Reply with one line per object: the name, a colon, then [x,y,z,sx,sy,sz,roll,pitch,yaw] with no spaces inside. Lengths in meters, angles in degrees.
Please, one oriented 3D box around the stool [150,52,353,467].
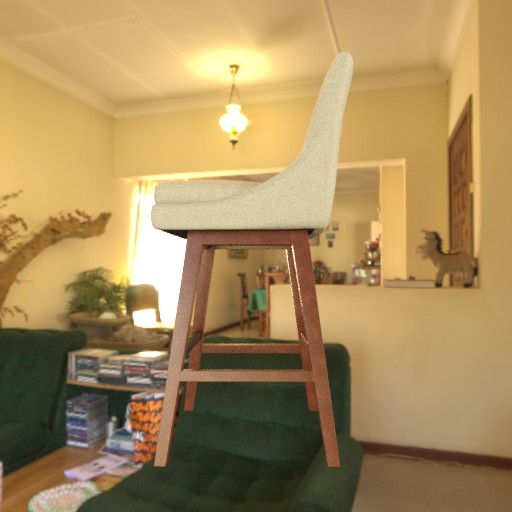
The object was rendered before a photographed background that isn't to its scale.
stool: [0.000,0.000,1.381,0.559,1.092,0.470,0,-1,1]
